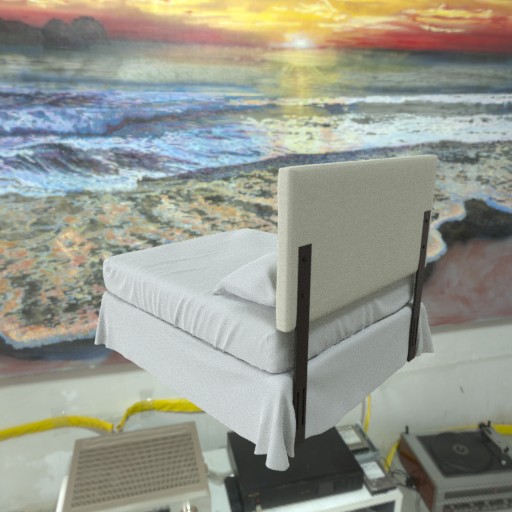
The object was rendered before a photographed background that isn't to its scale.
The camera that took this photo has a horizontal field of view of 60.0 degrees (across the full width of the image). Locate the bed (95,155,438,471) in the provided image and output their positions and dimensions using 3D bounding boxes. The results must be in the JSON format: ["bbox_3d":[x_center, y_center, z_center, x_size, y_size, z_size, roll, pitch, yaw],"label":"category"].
[{"bbox_3d":[0.000,0.000,3.492,2.222,1.577,1.936,15,22,43],"label":"bed"}]
